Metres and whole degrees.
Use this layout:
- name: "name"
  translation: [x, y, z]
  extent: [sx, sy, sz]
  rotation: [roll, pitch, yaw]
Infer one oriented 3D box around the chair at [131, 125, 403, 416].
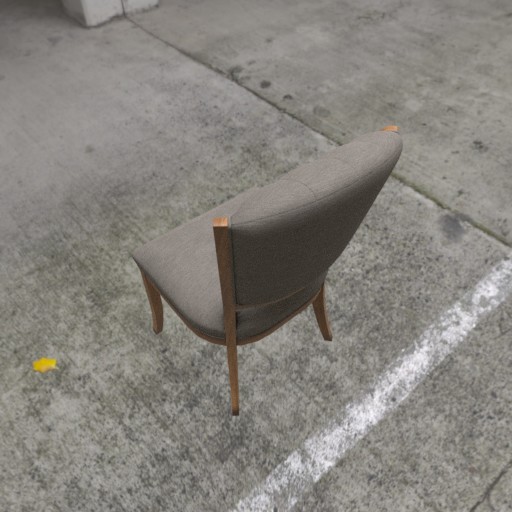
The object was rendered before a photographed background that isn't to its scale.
- name: "chair"
  translation: [0.000, 0.000, 1.258]
  extent: [0.513, 0.905, 0.584]
  rotation: [-31, 54, -26]
